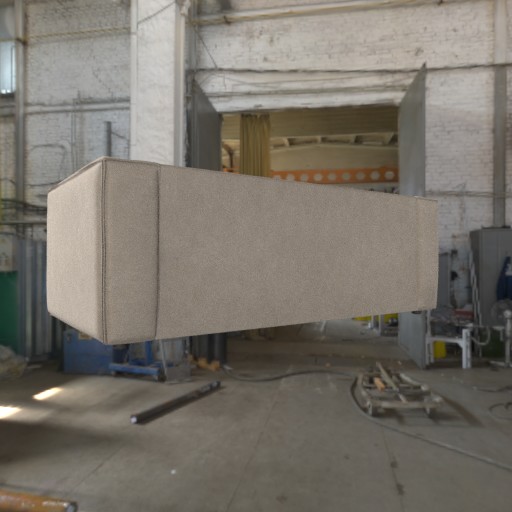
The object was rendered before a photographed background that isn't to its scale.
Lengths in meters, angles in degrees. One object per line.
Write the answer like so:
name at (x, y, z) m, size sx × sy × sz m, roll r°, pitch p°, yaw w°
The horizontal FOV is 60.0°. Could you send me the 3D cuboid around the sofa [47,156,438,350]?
sofa at (0.000, 0.000, 2.448) m, size 1.995 × 0.680 × 1.038 m, roll 0°, pitch 0°, yaw -35°
